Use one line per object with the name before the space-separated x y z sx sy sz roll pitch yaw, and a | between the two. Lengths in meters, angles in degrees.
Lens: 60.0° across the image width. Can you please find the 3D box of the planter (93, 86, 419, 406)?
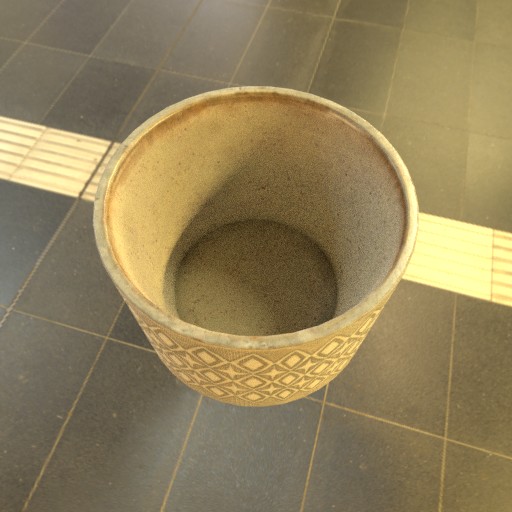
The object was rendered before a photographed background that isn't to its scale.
planter | 0.000 0.000 0.318 0.186 0.144 0.186 0 60 0
